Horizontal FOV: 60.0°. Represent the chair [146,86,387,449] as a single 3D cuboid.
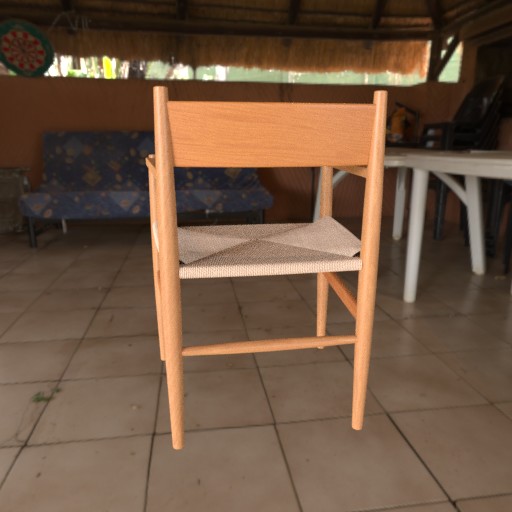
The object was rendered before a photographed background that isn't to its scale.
[{"bbox_3d":[0.000,0.000,1.140,0.556,0.762,0.495,-2,15,-9],"label":"chair"}]
